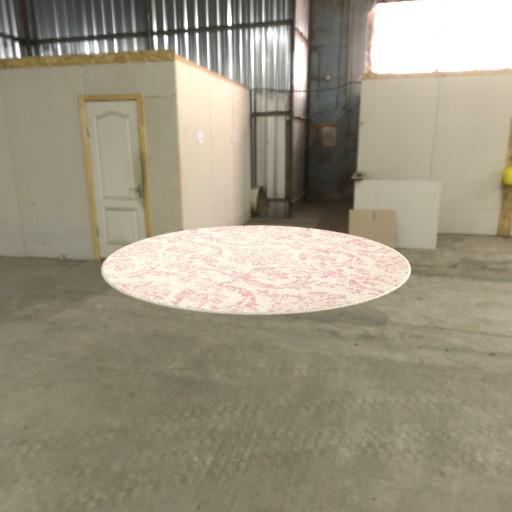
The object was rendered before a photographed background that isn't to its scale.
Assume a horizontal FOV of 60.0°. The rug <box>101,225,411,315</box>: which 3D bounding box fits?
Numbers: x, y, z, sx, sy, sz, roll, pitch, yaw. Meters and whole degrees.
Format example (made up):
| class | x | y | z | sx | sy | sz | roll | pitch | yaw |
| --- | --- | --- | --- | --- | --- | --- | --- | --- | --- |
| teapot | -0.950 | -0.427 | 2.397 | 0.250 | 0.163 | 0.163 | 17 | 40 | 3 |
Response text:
| class | x | y | z | sx | sy | sz | roll | pitch | yaw |
| --- | --- | --- | --- | --- | --- | --- | --- | --- | --- |
| rug | 0.000 | 0.000 | 2.404 | 1.593 | 0.012 | 1.593 | 0 | 16 | 0 |
